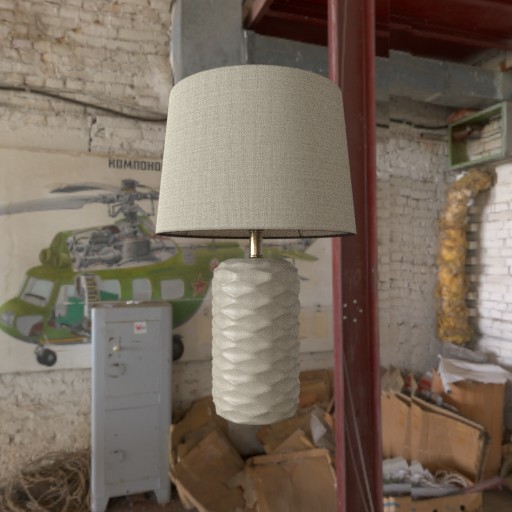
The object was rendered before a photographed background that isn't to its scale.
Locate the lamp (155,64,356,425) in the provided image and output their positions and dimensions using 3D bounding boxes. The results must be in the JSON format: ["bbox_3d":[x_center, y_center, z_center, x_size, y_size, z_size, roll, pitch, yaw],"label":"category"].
[{"bbox_3d":[0.000,0.000,0.849,0.376,0.594,0.376,0,0,0],"label":"lamp"}]
